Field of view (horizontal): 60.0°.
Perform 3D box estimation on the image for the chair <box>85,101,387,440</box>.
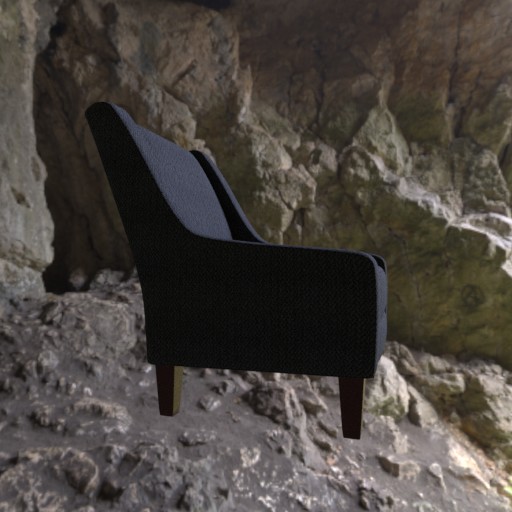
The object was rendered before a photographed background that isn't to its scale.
[{"bbox_3d":[0.000,0.000,1.675,0.944,1.012,0.793,0,-1,18],"label":"chair"}]
